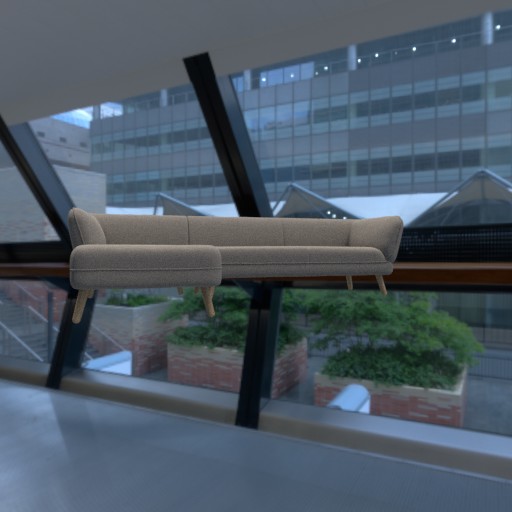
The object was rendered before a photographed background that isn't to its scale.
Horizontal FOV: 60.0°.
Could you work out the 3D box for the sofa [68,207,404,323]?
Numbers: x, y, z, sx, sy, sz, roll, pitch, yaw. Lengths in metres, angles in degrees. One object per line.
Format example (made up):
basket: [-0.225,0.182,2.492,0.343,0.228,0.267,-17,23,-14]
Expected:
sofa: [0.000,0.000,3.360,2.653,0.693,1.532,0,1,-17]
